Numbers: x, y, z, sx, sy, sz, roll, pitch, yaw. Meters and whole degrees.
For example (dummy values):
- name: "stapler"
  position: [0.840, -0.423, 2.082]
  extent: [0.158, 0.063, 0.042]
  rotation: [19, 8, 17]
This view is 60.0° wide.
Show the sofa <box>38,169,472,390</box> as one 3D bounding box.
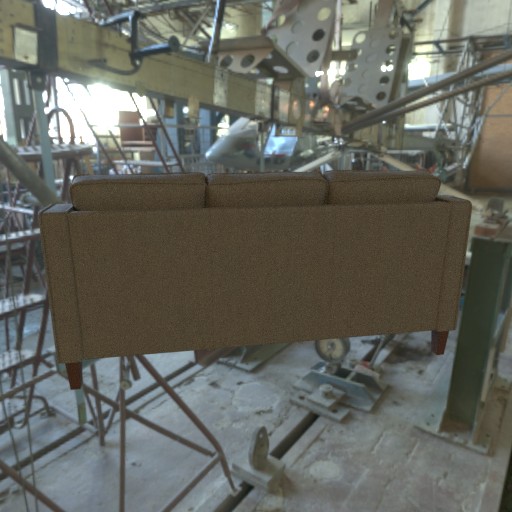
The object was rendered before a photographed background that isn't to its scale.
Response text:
- name: "sofa"
  position: [0.000, 0.000, 2.496]
  extent: [1.986, 0.974, 0.911]
  rotation: [-3, 15, -10]
